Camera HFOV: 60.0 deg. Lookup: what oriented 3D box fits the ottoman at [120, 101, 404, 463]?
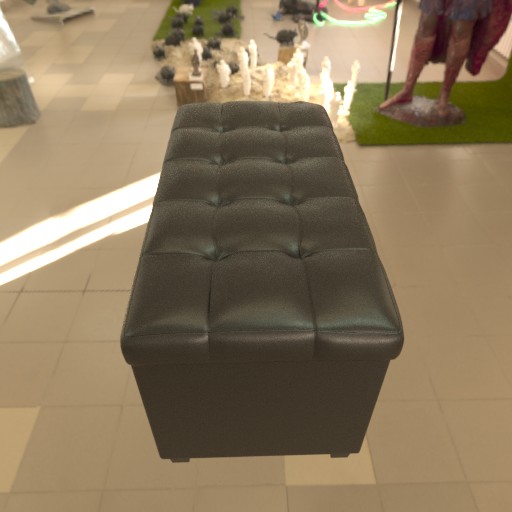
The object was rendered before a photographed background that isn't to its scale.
[{"bbox_3d":[0.000,0.000,1.079,0.432,0.470,0.838,-1,41,-1],"label":"ottoman"}]
